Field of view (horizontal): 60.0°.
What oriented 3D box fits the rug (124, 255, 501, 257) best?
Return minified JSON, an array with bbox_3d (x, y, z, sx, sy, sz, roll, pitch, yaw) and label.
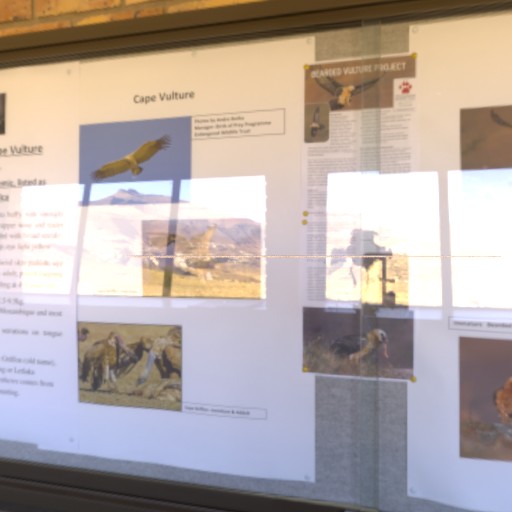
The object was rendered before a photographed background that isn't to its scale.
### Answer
[{"bbox_3d":[0.000,0.000,3.577,1.981,0.006,2.895,0,0,-18],"label":"rug"}]
